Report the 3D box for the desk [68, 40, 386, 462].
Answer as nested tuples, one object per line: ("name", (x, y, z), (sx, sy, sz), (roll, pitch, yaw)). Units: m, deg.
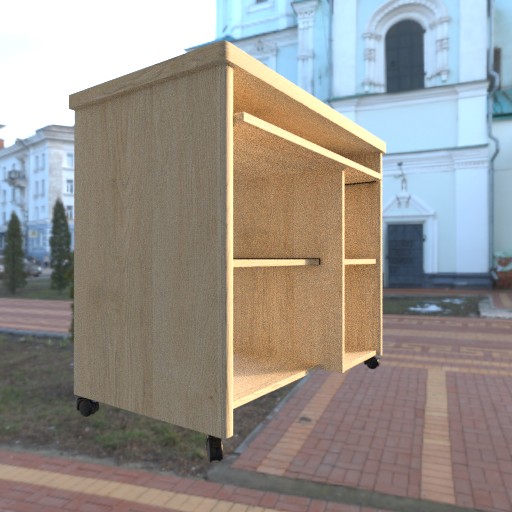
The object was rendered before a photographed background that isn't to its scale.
("desk", (0.000, 0.000, 1.286), (0.480, 0.770, 0.885), (0, 0, 35))
